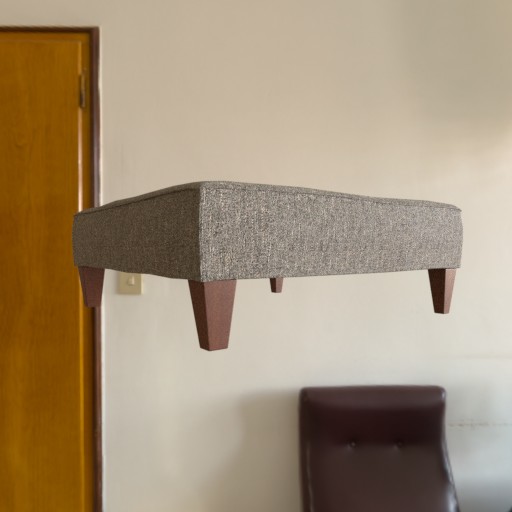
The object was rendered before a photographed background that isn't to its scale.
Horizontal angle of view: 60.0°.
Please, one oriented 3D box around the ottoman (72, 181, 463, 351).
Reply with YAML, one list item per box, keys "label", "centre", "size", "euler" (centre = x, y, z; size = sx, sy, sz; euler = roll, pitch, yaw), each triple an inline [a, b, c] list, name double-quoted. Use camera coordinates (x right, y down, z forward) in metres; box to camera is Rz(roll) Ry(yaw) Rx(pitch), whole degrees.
- label: "ottoman"
  centre: [0.000, 0.000, 1.558]
  size: [1.016, 0.379, 0.981]
  euler: [-1, 1, -36]
